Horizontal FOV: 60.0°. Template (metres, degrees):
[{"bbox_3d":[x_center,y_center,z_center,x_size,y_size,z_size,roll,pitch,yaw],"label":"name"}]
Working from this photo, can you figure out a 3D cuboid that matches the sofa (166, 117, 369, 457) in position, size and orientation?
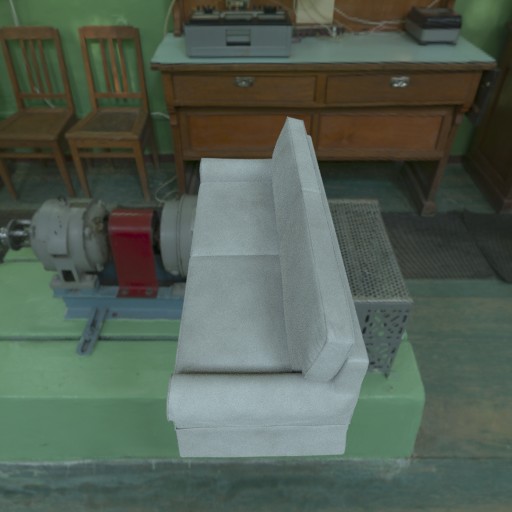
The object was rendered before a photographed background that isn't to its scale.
[{"bbox_3d":[0.000,0.000,2.818,0.900,1.014,2.246,-1,41,-1],"label":"sofa"}]
